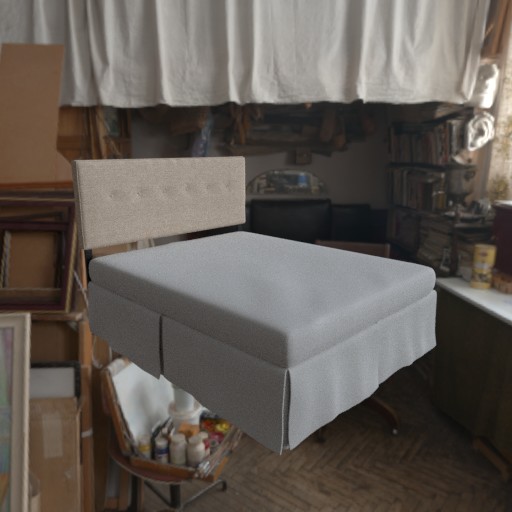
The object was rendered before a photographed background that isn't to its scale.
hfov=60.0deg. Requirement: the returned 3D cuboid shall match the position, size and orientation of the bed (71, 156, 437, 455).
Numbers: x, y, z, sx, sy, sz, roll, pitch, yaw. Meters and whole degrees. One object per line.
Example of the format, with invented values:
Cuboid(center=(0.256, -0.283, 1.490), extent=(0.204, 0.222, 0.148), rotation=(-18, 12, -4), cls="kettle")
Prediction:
Cuboid(center=(0.000, 0.000, 3.025), extent=(1.978, 1.270, 1.643), rotation=(13, 19, 43), cls="bed")
